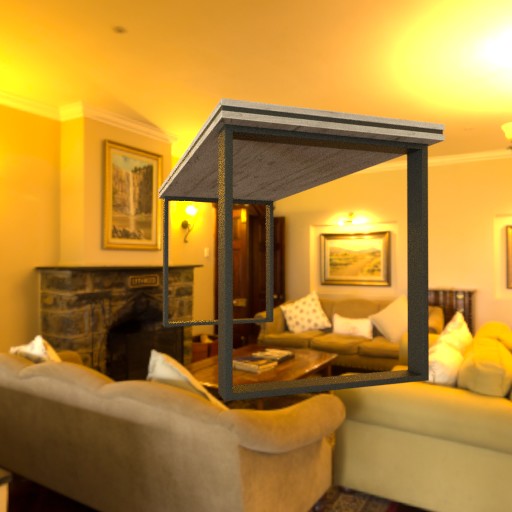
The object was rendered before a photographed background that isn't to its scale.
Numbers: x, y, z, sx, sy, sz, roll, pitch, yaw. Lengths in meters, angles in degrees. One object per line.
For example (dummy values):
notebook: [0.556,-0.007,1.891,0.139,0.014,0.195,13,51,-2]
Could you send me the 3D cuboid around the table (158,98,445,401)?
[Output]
table: [0.000,0.000,2.253,0.795,0.899,1.778,0,-1,-18]
